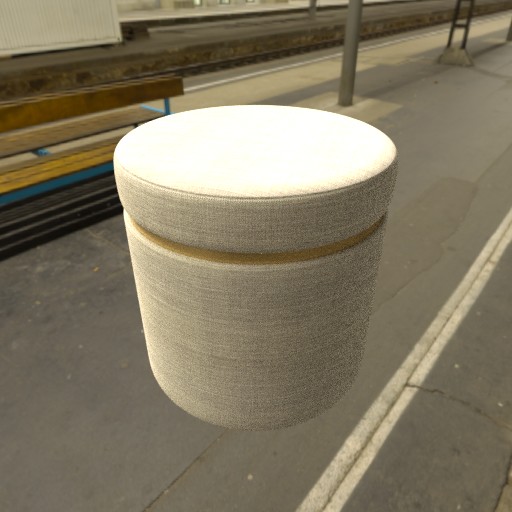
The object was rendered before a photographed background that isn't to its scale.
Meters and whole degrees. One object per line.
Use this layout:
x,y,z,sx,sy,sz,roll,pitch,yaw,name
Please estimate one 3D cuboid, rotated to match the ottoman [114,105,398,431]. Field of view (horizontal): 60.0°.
0.000,0.000,0.740,0.400,0.406,0.400,0,32,0,ottoman
